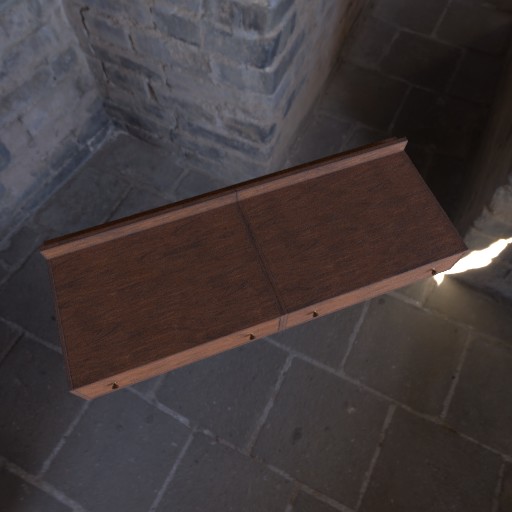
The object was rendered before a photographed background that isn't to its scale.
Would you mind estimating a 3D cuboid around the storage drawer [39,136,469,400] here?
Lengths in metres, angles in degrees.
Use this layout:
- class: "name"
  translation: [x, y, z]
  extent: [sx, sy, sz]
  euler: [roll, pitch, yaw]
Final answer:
- class: "storage drawer"
  translation: [0.000, 0.000, 2.212]
  extent: [1.914, 0.339, 0.774]
  euler: [-18, 65, -9]
